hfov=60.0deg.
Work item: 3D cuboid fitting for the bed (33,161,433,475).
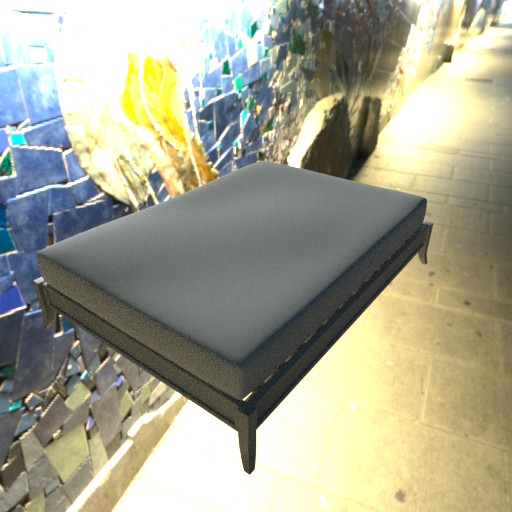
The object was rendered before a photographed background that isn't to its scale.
[{"bbox_3d":[0.000,0.000,2.626,1.460,0.510,1.985,21,36,32],"label":"bed"}]
